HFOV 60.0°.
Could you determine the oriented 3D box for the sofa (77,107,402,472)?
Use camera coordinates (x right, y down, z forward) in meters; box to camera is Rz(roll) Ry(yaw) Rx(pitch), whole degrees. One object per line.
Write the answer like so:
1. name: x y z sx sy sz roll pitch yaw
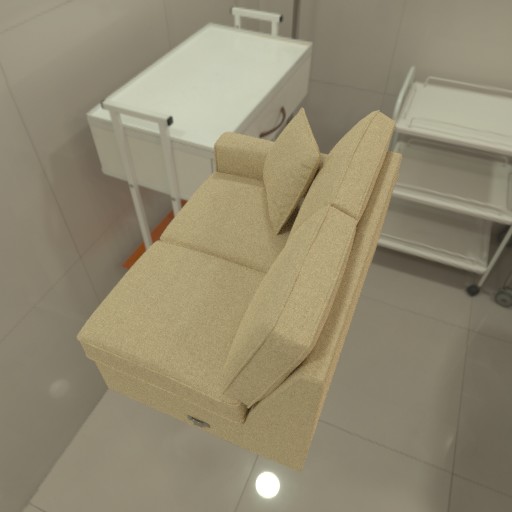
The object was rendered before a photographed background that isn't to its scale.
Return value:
1. sofa: 0.000 0.000 2.027 0.991 0.989 1.388 17 49 15
